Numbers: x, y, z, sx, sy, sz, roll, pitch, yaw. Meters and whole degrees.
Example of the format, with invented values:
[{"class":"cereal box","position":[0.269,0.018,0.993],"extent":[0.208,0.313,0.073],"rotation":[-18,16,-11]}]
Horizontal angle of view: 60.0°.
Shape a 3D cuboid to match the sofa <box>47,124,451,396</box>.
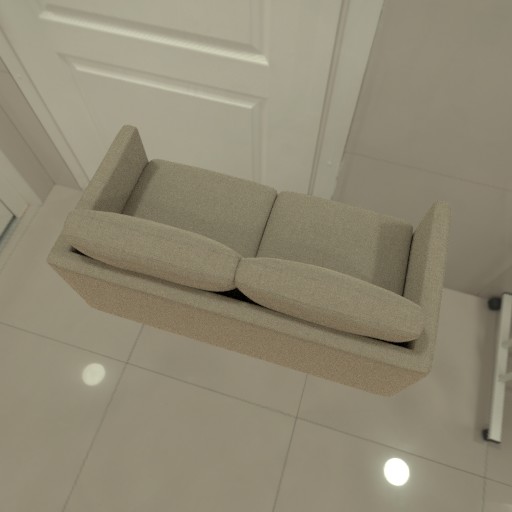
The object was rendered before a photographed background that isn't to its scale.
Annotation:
[{"class":"sofa","position":[0.000,0.000,2.470],"extent":[1.884,0.947,0.951],"rotation":[15,65,7]}]
